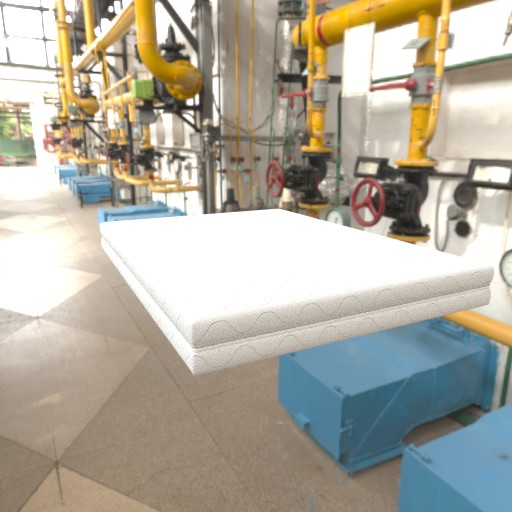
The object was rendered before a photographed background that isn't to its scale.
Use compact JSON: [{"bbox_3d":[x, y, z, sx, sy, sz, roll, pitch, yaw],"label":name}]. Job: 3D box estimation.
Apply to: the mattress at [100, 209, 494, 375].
[{"bbox_3d":[0.000,0.000,2.482,1.400,0.200,1.900,-7,16,-26],"label":"mattress"}]
